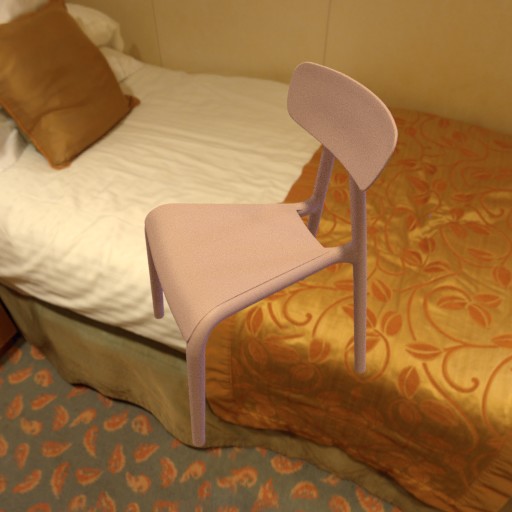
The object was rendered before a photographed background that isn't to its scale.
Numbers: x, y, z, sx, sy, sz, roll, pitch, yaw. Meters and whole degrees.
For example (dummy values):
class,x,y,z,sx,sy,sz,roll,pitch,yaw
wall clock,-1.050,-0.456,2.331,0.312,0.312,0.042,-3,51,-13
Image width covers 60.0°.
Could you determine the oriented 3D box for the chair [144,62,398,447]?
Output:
class,x,y,z,sx,sy,sz,roll,pitch,yaw
chair,0.000,0.000,0.825,0.401,0.580,0.356,-16,47,-16
